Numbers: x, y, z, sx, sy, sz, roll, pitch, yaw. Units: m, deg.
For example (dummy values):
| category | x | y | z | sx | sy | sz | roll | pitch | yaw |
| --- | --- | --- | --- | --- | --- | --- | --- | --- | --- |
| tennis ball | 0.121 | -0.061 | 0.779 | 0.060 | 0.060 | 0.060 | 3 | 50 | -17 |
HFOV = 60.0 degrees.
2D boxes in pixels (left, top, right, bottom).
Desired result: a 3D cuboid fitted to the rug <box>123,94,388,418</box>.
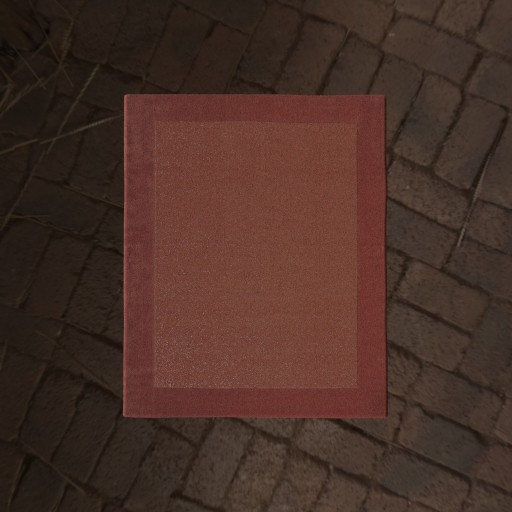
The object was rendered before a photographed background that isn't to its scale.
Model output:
| category | x | y | z | sx | sy | sz | roll | pitch | yaw |
| --- | --- | --- | --- | --- | --- | --- | --- | --- | --- |
| rug | 0.000 | 0.000 | 4.075 | 2.430 | 0.018 | 2.976 | 0 | 90 | 0 |
